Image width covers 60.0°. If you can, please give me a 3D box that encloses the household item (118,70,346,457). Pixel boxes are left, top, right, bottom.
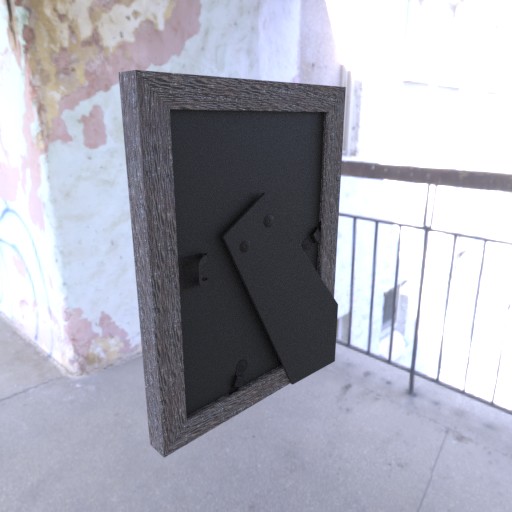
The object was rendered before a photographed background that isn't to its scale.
[{"bbox_3d":[0.000,0.000,0.285,0.160,0.210,0.020,-16,23,-42],"label":"household item"}]
